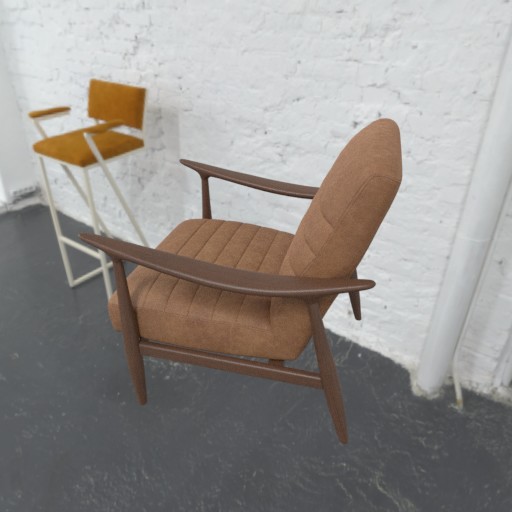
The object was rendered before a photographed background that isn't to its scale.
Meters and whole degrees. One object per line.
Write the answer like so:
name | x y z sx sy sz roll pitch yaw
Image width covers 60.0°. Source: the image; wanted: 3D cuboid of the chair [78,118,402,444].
chair | 0.000 0.000 1.455 0.798 0.832 0.741 8 31 13
